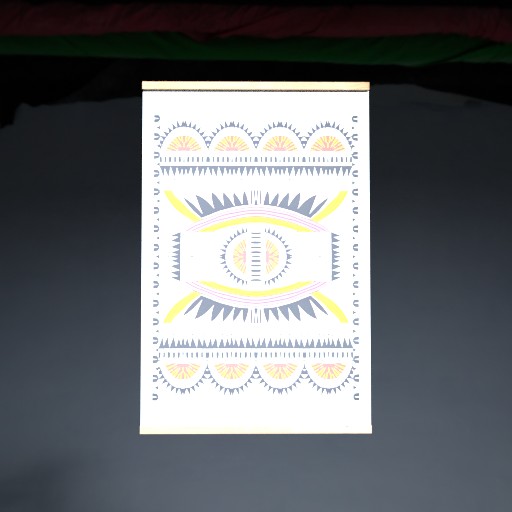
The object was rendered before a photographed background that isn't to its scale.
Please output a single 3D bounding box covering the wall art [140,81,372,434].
[{"bbox_3d":[0.000,0.000,1.945,0.999,1.533,0.028,0,-2,0],"label":"wall art"}]
